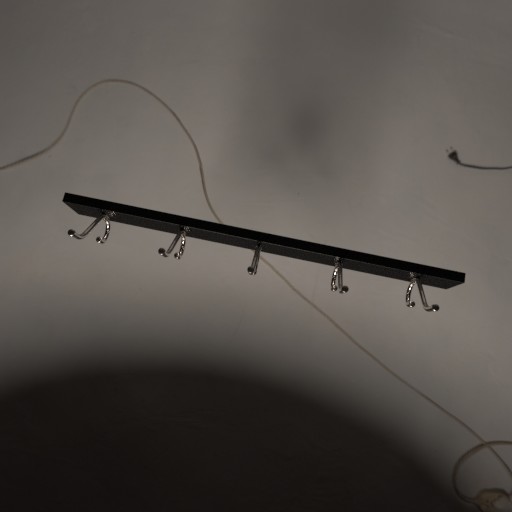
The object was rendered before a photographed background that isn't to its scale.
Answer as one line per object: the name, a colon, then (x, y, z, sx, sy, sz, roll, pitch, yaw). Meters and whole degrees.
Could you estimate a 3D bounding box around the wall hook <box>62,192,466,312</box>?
wall hook: (0.000, 0.000, 0.613, 0.571, 0.117, 0.071, 12, 77, 3)
